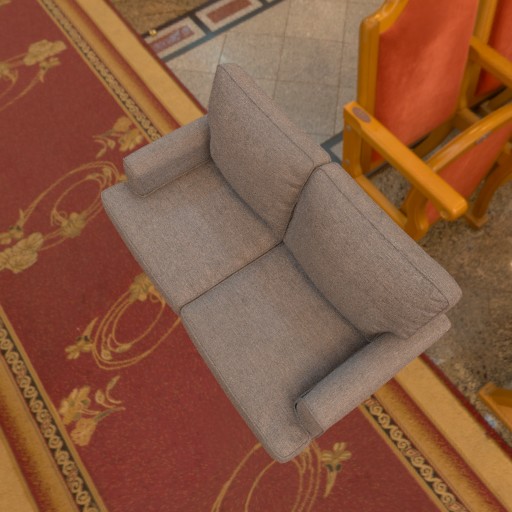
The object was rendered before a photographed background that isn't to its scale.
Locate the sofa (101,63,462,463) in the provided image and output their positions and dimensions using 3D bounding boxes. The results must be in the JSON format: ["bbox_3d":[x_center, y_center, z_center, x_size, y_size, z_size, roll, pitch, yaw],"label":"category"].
[{"bbox_3d":[0.000,0.000,2.175,0.965,0.965,1.651,-33,68,-15],"label":"sofa"}]
